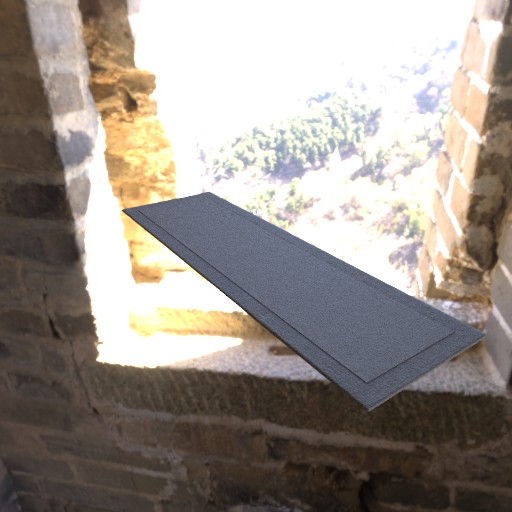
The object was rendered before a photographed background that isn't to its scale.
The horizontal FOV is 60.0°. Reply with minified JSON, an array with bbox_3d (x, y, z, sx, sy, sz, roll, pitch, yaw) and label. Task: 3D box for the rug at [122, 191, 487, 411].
[{"bbox_3d":[0.000,0.000,2.624,0.759,0.012,2.430,-17,31,-31],"label":"rug"}]
